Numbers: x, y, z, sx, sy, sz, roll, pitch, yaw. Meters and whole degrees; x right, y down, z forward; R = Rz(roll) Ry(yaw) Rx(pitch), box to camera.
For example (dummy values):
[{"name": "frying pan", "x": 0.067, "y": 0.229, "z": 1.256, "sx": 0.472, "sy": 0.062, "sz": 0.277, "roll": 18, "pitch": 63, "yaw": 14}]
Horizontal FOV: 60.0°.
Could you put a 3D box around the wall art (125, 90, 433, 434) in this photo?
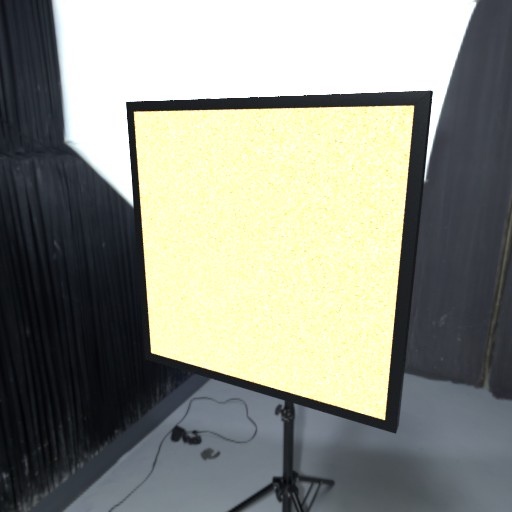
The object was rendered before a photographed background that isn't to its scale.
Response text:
[{"name": "wall art", "x": 0.000, "y": 0.000, "z": 1.115, "sx": 0.756, "sy": 0.755, "sz": 0.036, "roll": 8, "pitch": 18, "yaw": 26}]
